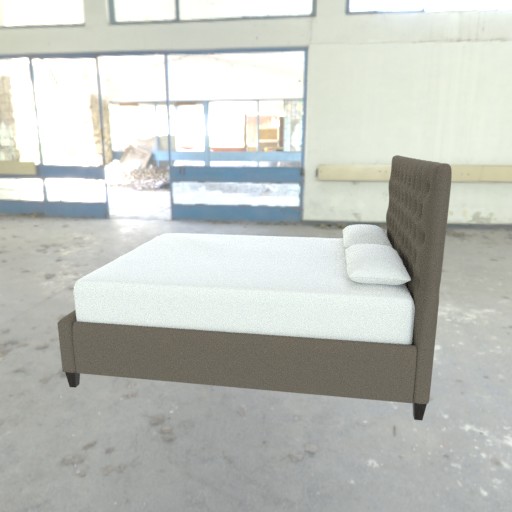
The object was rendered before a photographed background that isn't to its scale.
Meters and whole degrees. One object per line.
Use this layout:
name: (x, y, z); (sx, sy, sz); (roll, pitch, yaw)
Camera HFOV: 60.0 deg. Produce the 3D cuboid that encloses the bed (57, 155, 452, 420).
bed: (0.000, 0.000, 3.286); (2.233, 1.426, 1.696); (2, 14, 9)
